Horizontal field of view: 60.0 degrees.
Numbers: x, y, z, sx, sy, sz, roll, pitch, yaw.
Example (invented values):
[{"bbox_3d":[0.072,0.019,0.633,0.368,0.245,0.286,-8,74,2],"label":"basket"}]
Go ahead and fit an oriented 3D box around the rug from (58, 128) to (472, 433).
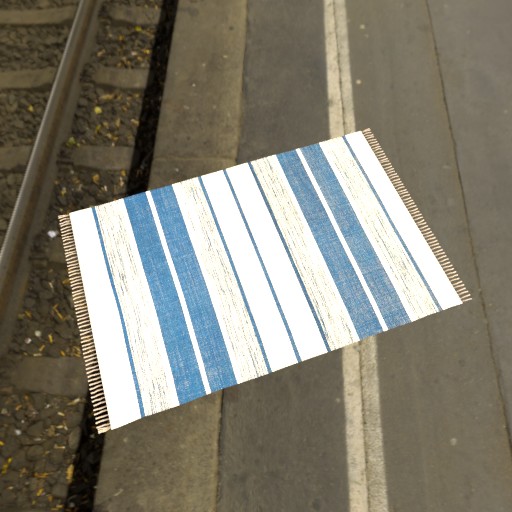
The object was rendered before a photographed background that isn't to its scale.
[{"bbox_3d":[0.000,0.000,3.009,2.441,0.010,1.532,-18,65,-8],"label":"rug"}]
